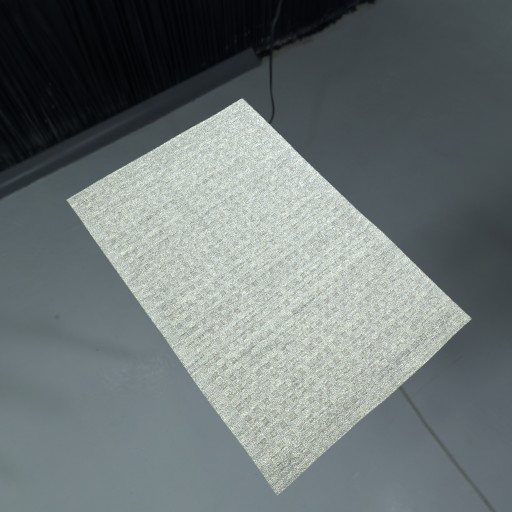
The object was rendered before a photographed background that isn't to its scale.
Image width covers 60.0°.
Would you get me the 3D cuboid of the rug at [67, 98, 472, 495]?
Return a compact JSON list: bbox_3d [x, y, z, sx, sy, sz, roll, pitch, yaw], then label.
[{"bbox_3d":[0.000,0.000,2.872,1.532,0.018,2.297,-35,69,-16],"label":"rug"}]
